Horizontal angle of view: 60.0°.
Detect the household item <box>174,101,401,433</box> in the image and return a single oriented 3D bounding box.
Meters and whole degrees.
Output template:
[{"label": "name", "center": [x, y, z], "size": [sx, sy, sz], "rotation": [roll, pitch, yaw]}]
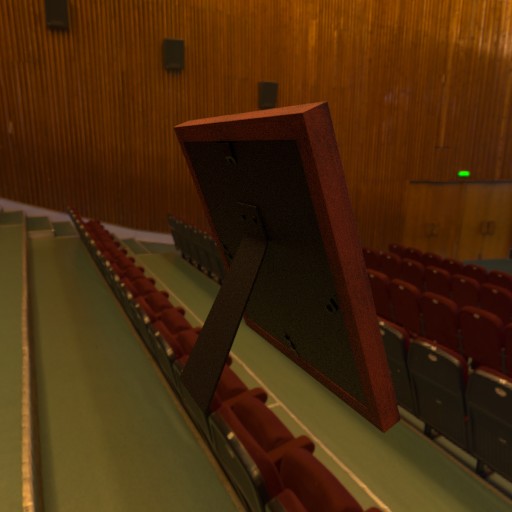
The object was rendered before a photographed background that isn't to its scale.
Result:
[{"label": "household item", "center": [0.000, 0.000, 0.394], "size": [0.131, 0.240, 0.240], "rotation": [-7, 16, -27]}]
